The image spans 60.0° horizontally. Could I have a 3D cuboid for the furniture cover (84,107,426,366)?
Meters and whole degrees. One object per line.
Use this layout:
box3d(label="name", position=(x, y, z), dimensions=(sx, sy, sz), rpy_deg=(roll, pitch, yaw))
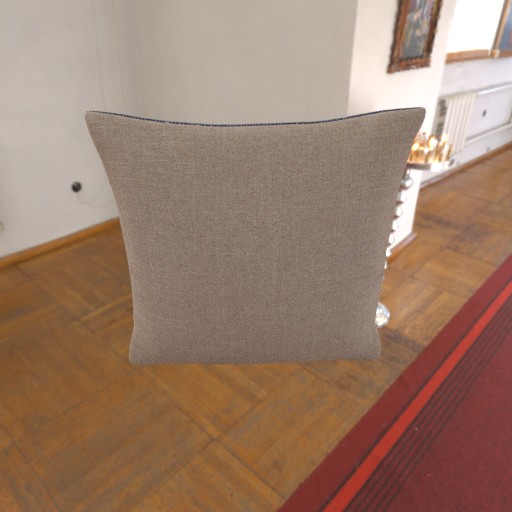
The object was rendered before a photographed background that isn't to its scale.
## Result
box3d(label="furniture cover", position=(0.000, 0.000, 0.778), dimensions=(0.511, 0.503, 0.162), rpy_deg=(-1, 30, -2))
